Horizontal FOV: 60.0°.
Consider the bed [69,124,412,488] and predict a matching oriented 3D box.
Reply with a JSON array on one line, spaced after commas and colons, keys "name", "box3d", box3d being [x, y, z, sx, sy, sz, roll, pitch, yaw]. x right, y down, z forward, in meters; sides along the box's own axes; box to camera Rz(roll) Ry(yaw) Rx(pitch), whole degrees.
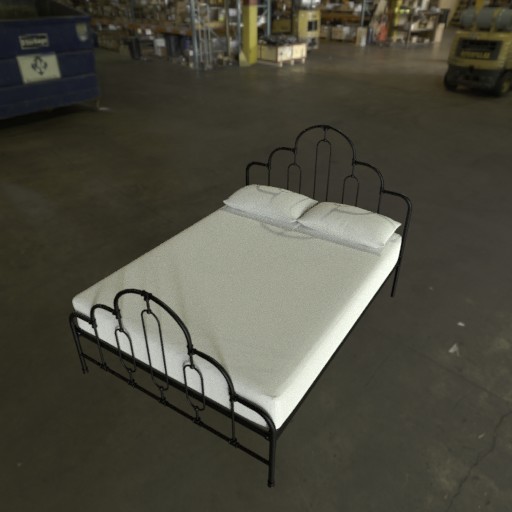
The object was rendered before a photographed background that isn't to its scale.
[{"name": "bed", "box3d": [0.000, 0.000, 3.275, 1.626, 1.444, 2.181, 19, 36, 28]}]
